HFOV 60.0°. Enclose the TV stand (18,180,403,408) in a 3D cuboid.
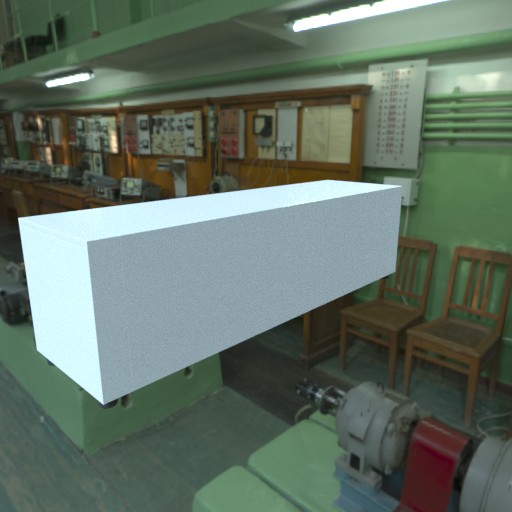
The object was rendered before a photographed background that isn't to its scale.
[{"bbox_3d":[0.000,0.000,1.686,0.410,0.440,1.500,14,21,42],"label":"TV stand"}]
